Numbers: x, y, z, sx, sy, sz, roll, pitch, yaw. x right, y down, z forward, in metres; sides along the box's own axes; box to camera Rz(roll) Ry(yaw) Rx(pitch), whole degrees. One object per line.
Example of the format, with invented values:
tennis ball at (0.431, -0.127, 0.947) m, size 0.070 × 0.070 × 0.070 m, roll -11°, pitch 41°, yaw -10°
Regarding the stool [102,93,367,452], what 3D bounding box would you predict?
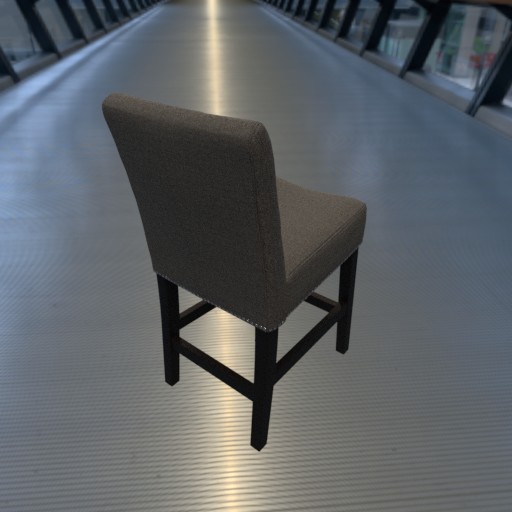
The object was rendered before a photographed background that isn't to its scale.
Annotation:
stool at (0.000, 0.000, 1.222) m, size 0.427 × 0.885 × 0.571 m, roll 23°, pitch 38°, yaw 33°
